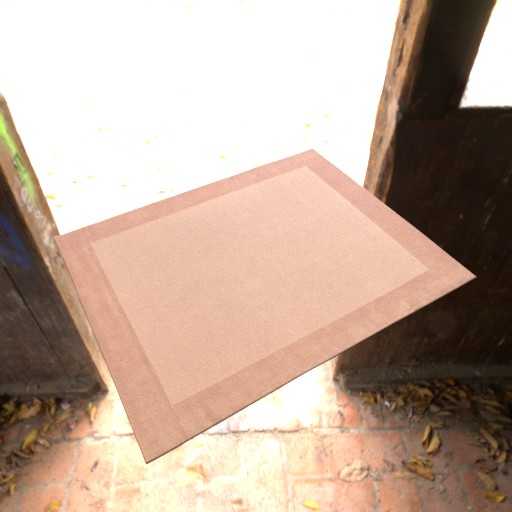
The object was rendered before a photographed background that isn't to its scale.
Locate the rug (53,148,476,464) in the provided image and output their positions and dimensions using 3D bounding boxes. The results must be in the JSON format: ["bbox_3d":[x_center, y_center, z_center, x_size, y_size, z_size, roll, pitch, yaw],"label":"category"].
[{"bbox_3d":[0.000,0.000,4.051,3.057,0.021,2.431,-23,50,-21],"label":"rug"}]
